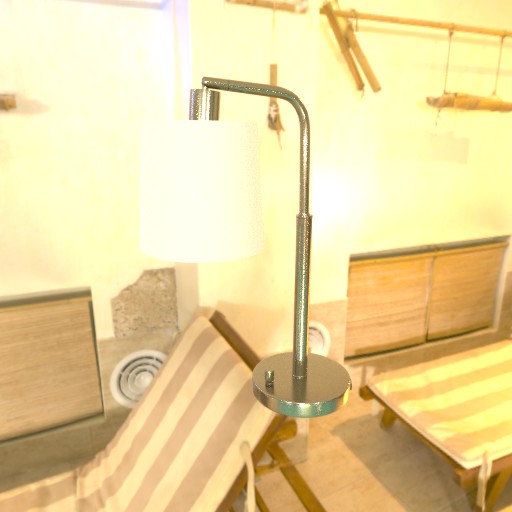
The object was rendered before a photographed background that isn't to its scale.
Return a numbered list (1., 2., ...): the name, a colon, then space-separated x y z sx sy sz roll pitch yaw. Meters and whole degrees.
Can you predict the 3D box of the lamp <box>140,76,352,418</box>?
1. lamp: 0.000 0.000 0.655 0.333 0.489 0.171 -7 17 -24
